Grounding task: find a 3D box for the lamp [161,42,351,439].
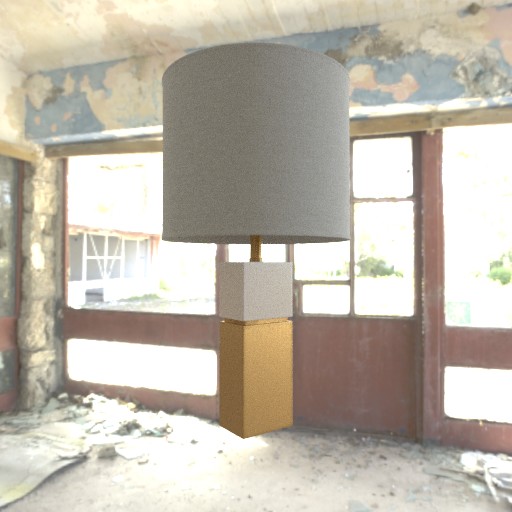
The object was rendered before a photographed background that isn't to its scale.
[{"bbox_3d":[0.000,0.000,0.547,0.229,0.417,0.229,1,-1,-36],"label":"lamp"}]
